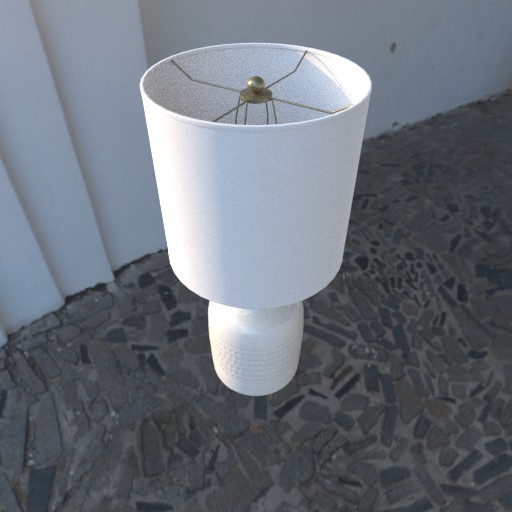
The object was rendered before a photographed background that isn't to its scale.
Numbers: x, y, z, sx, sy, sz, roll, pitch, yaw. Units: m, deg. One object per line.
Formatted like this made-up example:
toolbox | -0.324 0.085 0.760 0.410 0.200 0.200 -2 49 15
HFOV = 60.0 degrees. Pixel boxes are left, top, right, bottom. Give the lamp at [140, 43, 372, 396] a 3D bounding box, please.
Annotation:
lamp | 0.000 0.000 0.494 0.188 0.392 0.188 -13 43 -14
